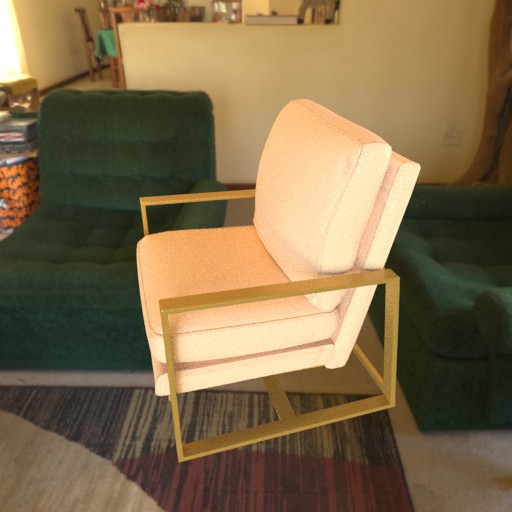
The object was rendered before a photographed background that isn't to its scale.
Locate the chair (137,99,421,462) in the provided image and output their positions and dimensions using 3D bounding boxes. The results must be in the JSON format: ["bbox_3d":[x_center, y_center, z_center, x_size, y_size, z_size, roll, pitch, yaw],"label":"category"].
[{"bbox_3d":[0.000,0.000,1.554,0.813,0.956,0.758,-8,31,-14],"label":"chair"}]
